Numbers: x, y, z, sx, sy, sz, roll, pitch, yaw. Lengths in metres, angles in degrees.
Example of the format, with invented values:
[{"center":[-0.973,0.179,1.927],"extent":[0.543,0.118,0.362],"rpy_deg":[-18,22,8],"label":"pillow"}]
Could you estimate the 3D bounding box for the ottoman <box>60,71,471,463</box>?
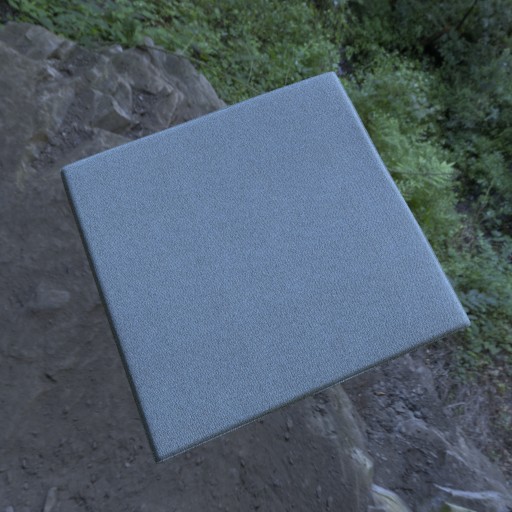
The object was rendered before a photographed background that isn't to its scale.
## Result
[{"center":[0.000,0.000,1.525],"extent":[1.004,0.379,0.968],"rpy_deg":[-22,76,-6],"label":"ottoman"}]
